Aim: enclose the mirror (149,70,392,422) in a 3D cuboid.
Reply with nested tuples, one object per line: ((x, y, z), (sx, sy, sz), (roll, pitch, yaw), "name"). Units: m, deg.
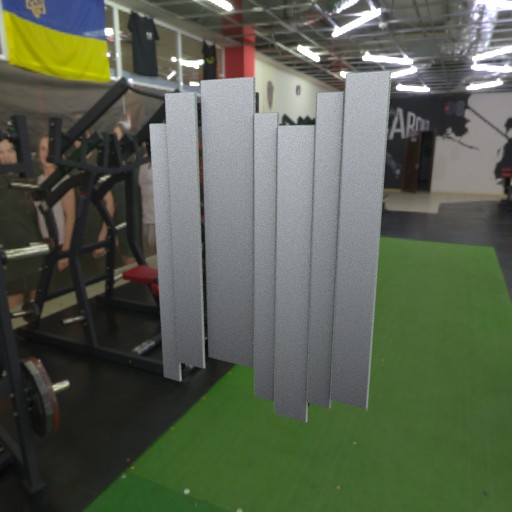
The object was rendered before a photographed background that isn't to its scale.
((0.000, 0.000, 0.807), (0.445, 0.611, 0.058), (7, 16, 26), "mirror")
